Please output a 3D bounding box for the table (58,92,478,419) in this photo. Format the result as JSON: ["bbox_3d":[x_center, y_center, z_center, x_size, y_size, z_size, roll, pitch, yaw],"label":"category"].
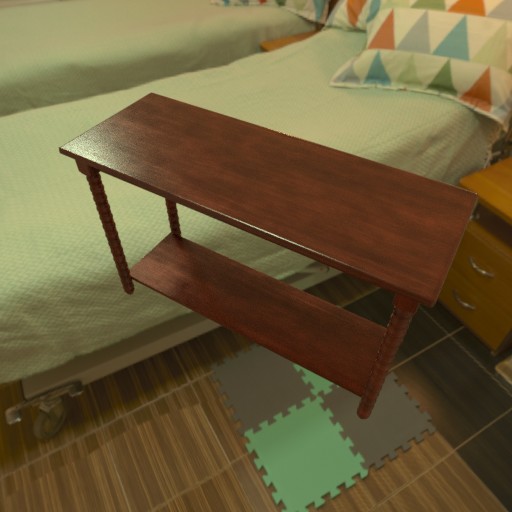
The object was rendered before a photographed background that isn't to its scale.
[{"bbox_3d":[0.000,0.000,1.574,1.184,0.740,0.459,23,50,21],"label":"table"}]
